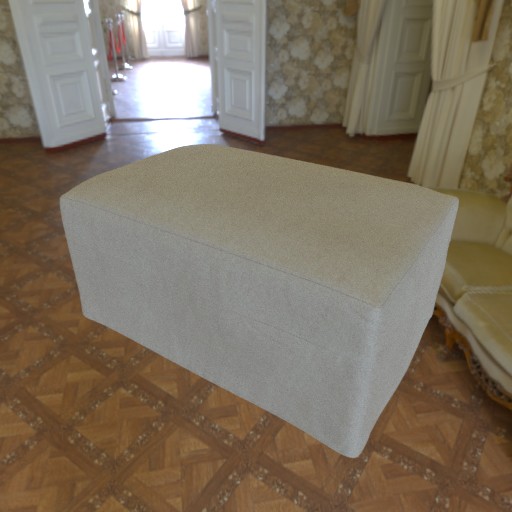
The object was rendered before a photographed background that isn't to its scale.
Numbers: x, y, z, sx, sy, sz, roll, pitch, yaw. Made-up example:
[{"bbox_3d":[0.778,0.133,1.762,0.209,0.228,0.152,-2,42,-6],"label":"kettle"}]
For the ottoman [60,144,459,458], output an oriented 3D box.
[{"bbox_3d":[0.000,0.000,1.190,0.872,0.444,0.590,19,35,28],"label":"ottoman"}]
